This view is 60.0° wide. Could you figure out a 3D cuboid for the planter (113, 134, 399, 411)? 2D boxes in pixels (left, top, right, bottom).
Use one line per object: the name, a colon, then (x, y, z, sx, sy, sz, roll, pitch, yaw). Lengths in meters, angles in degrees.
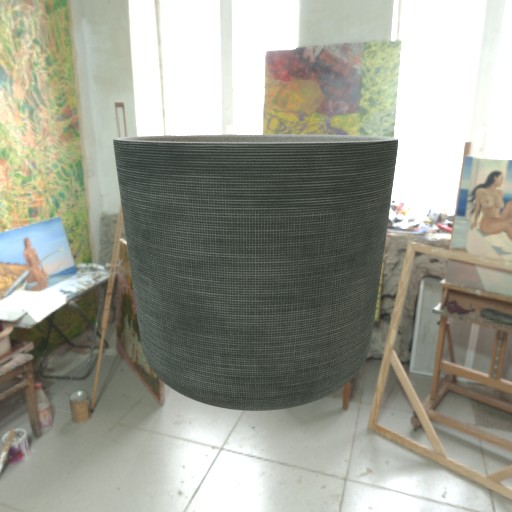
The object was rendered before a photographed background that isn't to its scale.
planter: (0.000, 0.000, 0.770, 0.440, 0.398, 0.440, 0, 17, 0)
